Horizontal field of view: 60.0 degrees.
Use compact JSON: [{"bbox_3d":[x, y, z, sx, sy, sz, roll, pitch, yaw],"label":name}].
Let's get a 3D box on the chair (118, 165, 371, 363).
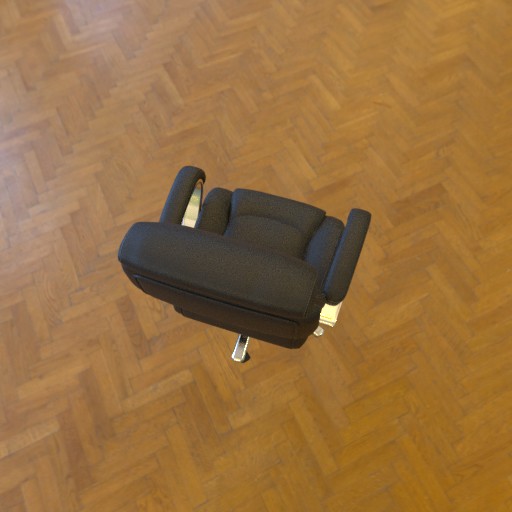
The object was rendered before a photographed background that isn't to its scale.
[{"bbox_3d":[0.000,0.000,1.698,0.755,1.183,0.790,16,64,8],"label":"chair"}]
